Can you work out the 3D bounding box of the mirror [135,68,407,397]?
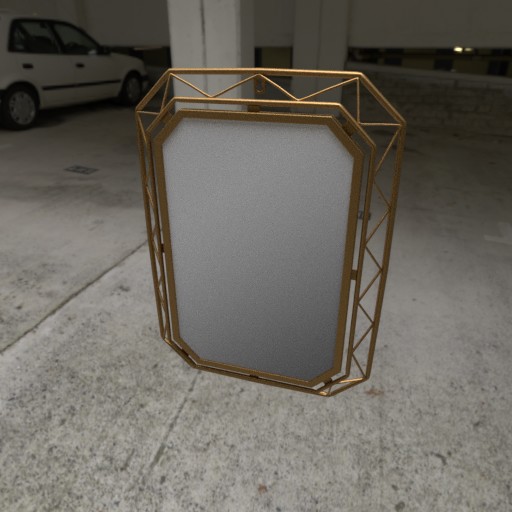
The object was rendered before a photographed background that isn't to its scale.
[{"bbox_3d":[0.000,0.000,0.725,0.417,0.566,0.042,8,27,15],"label":"mirror"}]
